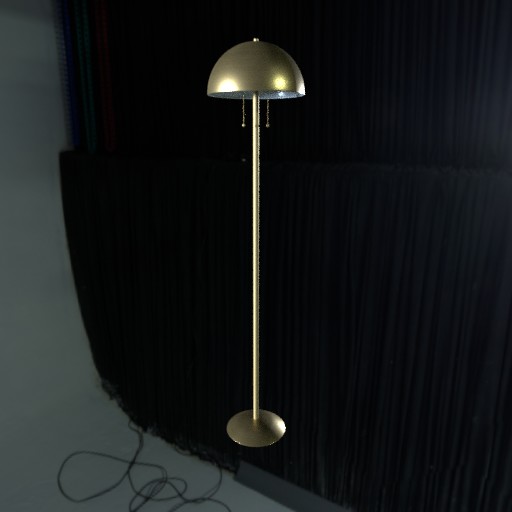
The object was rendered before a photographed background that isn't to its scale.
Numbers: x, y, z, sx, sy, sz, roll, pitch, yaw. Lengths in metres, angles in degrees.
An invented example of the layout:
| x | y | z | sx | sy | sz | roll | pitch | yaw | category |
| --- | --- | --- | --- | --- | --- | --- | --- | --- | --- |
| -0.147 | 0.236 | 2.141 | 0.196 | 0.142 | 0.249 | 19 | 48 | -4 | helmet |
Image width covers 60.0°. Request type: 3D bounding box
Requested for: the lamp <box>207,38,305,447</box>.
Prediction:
| x | y | z | sx | sy | sz | roll | pitch | yaw | category |
| --- | --- | --- | --- | --- | --- | --- | --- | --- | --- |
| 0.000 | 0.000 | 1.653 | 0.328 | 1.480 | 0.328 | 8 | 17 | 26 | lamp |
